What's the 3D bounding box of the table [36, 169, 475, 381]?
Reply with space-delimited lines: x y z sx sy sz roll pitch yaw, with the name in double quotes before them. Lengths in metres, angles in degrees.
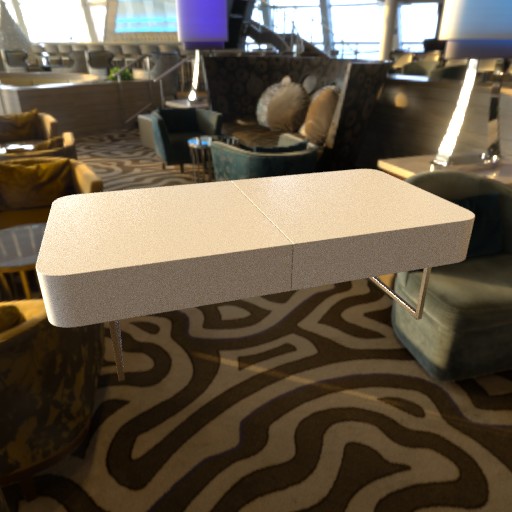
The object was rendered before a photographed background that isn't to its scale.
"table" 0.000 0.000 1.443 1.200 0.340 0.600 -8 27 -16
